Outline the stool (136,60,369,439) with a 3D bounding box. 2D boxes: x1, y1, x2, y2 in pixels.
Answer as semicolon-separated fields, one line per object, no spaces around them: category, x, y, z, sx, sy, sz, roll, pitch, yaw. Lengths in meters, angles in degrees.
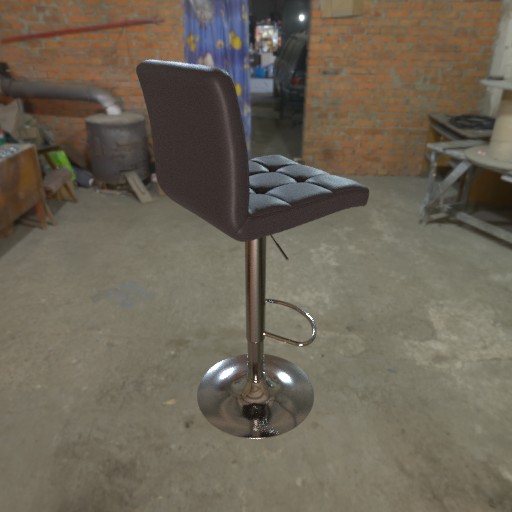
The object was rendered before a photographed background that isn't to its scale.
stool;0.000;0.000;1.372;0.505;1.115;0.430;-17;31;-31
